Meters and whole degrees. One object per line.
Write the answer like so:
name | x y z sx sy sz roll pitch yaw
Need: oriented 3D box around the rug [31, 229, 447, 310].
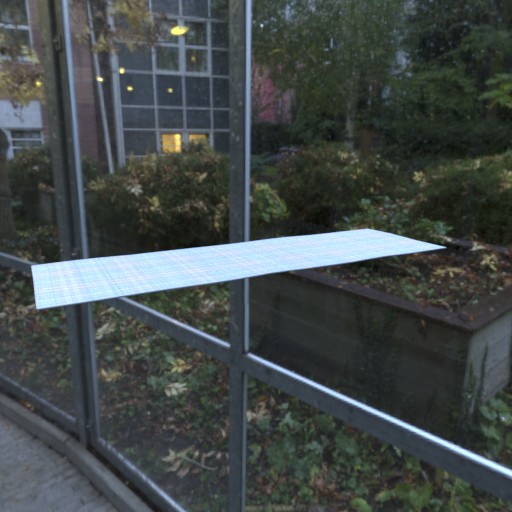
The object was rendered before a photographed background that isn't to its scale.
rug | 0.000 0.000 2.698 2.439 0.013 0.762 -7 16 -27
